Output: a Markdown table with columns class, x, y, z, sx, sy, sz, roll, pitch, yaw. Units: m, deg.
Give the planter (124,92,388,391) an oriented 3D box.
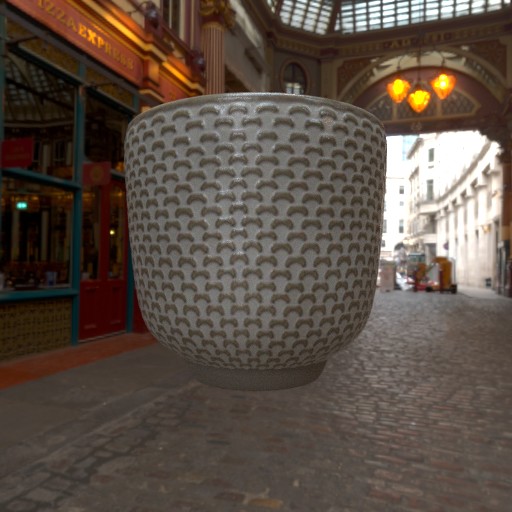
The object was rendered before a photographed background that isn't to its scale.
| class | x | y | z | sx | sy | sz | roll | pitch | yaw |
| --- | --- | --- | --- | --- | --- | --- | --- | --- | --- |
| planter | 0.000 | 0.000 | 0.302 | 0.173 | 0.160 | 0.173 | 0 | -1 | 0 |
